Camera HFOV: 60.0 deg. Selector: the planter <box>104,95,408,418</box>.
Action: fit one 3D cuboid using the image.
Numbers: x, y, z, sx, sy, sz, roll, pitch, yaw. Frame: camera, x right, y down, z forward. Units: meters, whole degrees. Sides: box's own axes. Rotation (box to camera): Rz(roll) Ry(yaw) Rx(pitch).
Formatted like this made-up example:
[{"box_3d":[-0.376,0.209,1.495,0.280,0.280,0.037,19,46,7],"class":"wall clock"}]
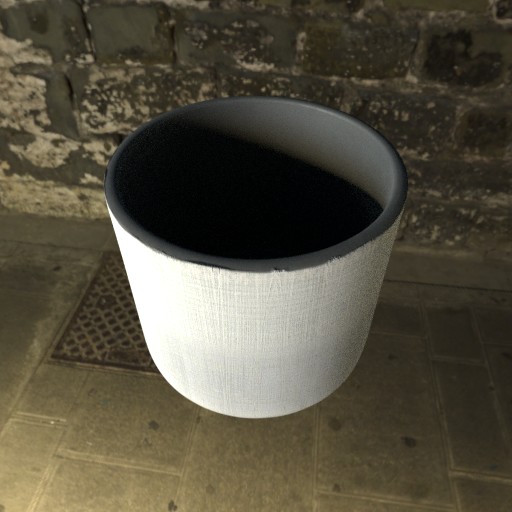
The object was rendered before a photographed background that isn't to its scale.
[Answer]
[{"box_3d":[0.000,0.000,0.401,0.226,0.201,0.226,0,45,0],"class":"planter"}]
